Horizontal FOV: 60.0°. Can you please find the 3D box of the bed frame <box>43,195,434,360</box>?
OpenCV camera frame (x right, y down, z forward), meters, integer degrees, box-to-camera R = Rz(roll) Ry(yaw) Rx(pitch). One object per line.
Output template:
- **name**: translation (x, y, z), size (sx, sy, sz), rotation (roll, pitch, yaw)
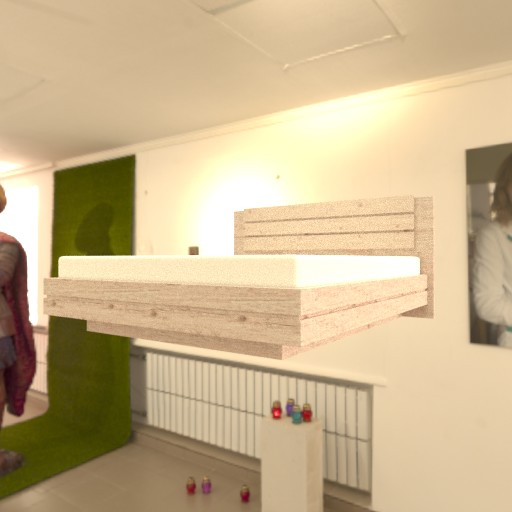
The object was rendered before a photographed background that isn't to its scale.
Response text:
- **bed frame**: translation (0.000, 0.000, 3.158), size (1.950, 0.970, 2.080), rotation (0, 0, 35)
